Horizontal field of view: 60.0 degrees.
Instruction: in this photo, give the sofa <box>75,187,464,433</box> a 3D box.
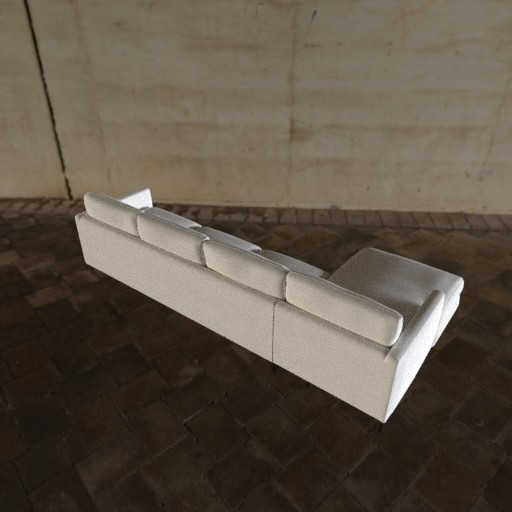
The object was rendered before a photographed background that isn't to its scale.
[{"bbox_3d":[0.000,0.000,3.909,3.186,0.875,1.467,21,37,31],"label":"sofa"}]
